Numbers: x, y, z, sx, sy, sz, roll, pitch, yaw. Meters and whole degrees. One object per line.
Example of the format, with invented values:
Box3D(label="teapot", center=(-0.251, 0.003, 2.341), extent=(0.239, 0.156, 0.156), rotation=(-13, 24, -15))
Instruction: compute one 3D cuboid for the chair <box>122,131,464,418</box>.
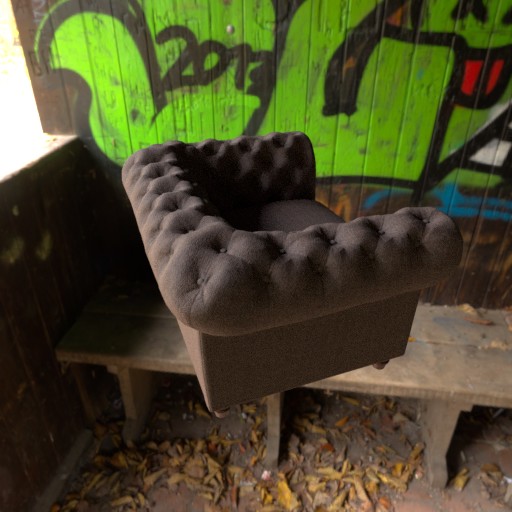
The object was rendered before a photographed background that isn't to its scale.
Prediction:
Box3D(label="chair", center=(0.000, 0.000, 1.902), extent=(0.945, 0.780, 1.298), rotation=(-11, 32, -18))
